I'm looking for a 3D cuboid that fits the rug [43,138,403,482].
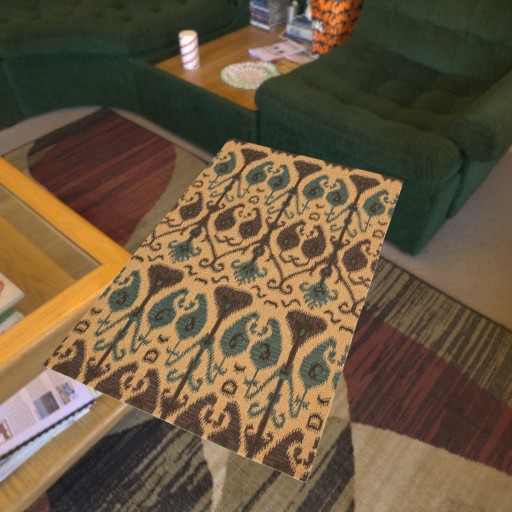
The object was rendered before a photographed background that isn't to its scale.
[{"bbox_3d":[0.000,0.000,2.088,1.072,0.013,1.698,17,50,15],"label":"rug"}]
